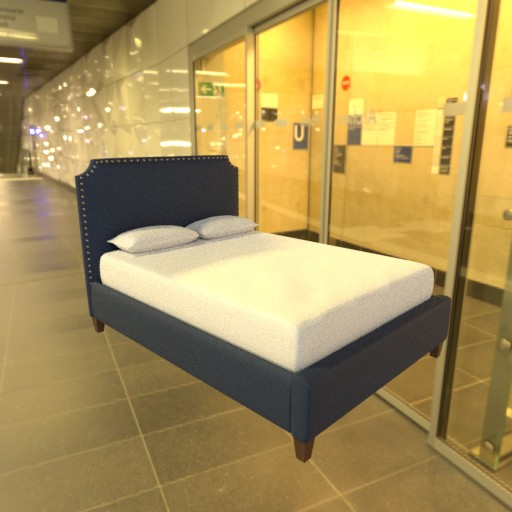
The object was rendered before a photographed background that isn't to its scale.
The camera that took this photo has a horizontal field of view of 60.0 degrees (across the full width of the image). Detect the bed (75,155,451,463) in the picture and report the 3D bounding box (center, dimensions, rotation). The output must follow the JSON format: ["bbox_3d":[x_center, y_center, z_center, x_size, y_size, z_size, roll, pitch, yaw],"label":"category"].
[{"bbox_3d":[0.000,0.000,3.396,2.372,1.443,1.712,14,20,43],"label":"bed"}]
